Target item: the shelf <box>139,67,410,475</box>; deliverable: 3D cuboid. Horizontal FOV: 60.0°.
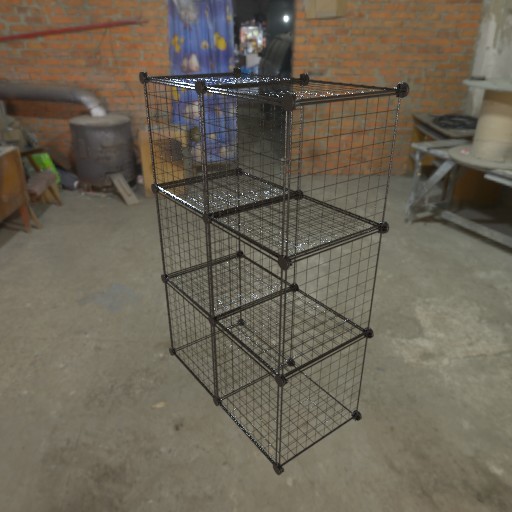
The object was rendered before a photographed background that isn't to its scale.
[{"bbox_3d":[0.000,0.000,1.416,0.356,1.067,0.711,-18,32,-32],"label":"shelf"}]
